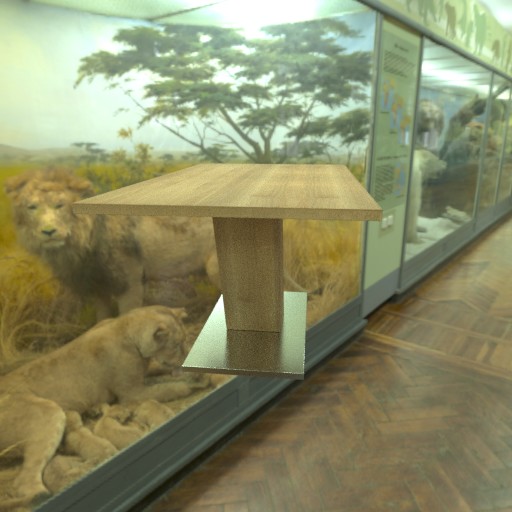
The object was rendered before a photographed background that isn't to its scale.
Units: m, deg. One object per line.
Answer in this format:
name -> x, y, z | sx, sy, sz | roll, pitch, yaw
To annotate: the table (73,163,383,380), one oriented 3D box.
table -> 0.000, 0.000, 2.131 | 0.900, 0.750, 1.600 | 2, 16, 7
